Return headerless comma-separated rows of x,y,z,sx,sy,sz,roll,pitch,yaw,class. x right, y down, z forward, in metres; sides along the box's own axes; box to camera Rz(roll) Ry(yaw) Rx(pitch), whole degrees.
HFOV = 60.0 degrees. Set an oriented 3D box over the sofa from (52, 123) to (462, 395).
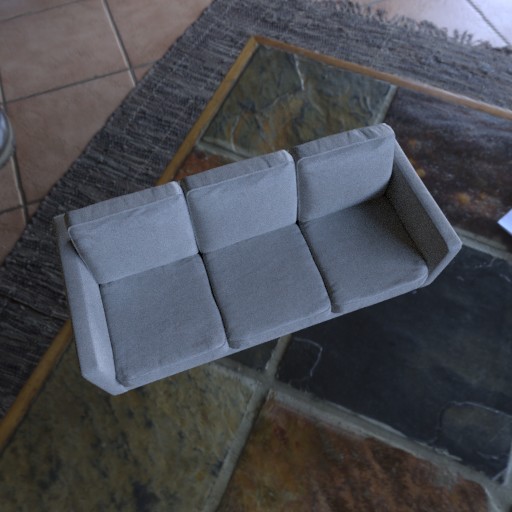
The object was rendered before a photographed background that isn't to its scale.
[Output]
0.000,0.000,2.537,1.983,0.918,0.944,-18,65,-9,sofa
